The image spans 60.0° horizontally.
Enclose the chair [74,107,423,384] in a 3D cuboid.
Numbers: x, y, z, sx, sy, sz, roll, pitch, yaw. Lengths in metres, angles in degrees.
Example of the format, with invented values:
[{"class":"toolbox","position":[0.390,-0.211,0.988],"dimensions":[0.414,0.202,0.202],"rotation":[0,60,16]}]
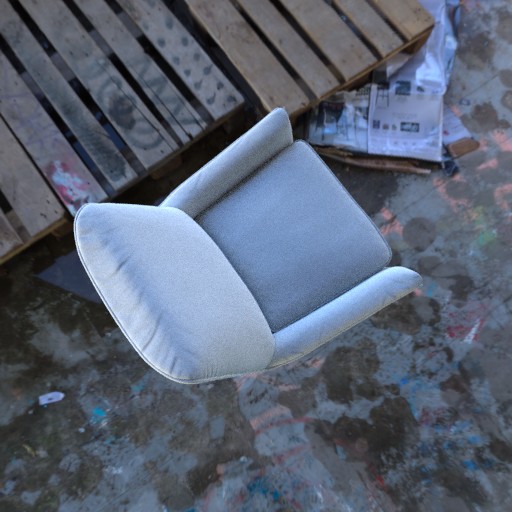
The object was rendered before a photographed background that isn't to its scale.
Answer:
[{"class":"chair","position":[0.000,0.000,1.476],"dimensions":[0.822,0.888,0.787],"rotation":[-34,78,-8]}]
